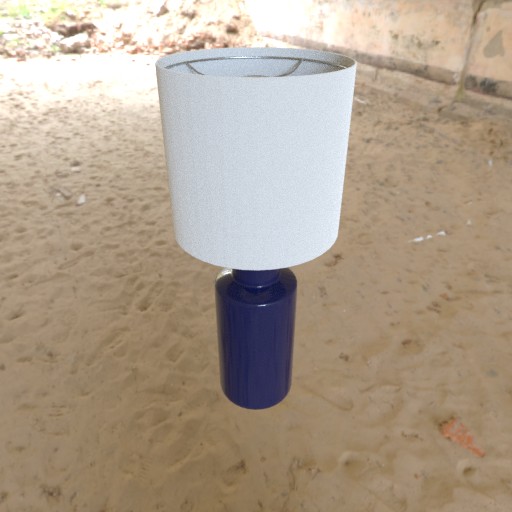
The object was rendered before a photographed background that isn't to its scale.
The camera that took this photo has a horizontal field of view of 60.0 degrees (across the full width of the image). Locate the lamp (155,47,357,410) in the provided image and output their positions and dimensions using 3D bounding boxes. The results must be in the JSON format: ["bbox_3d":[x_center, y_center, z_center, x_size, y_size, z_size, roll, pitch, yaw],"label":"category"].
[{"bbox_3d":[0.000,0.000,0.602,0.212,0.493,0.212,20,37,29],"label":"lamp"}]
